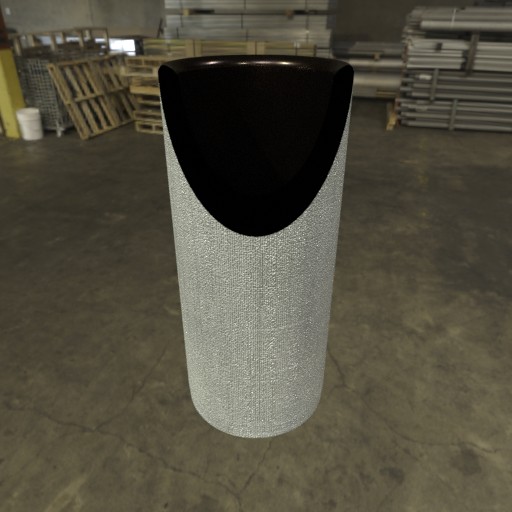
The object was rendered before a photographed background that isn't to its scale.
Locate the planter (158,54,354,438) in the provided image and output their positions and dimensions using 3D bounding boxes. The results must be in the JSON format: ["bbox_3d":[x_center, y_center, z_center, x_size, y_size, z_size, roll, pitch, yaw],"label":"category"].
[{"bbox_3d":[0.000,0.000,0.128,0.045,0.103,0.045,9,31,15],"label":"planter"}]
